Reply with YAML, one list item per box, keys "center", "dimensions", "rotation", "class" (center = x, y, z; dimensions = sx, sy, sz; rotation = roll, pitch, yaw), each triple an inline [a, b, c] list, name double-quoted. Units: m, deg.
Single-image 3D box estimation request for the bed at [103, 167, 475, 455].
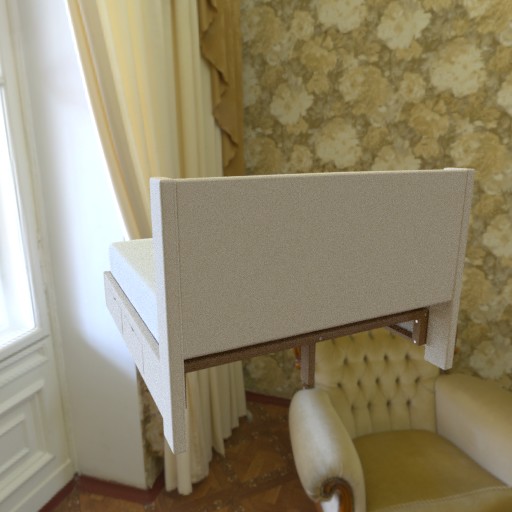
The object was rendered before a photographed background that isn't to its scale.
- center: [0.000, 0.000, 3.651]
  dimensions: [2.145, 1.471, 2.293]
  rotation: [-7, 16, -26]
  class: "bed"
